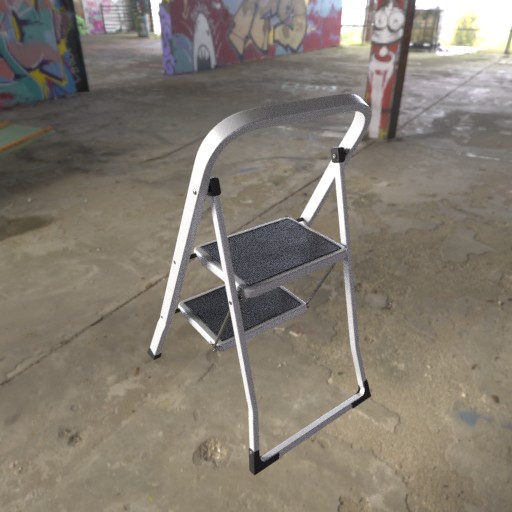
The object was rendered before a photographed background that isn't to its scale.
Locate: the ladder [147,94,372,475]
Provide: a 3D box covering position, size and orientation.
[{"bbox_3d":[0.000,0.000,1.132,0.460,0.810,0.544,-20,36,-31],"label":"ladder"}]
